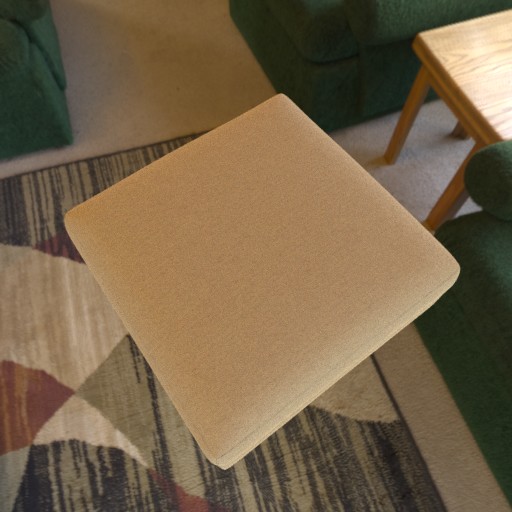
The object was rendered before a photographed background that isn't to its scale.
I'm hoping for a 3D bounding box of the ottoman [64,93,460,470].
[{"bbox_3d":[0.000,0.000,1.646,1.041,0.470,1.041,-33,68,-16],"label":"ottoman"}]
